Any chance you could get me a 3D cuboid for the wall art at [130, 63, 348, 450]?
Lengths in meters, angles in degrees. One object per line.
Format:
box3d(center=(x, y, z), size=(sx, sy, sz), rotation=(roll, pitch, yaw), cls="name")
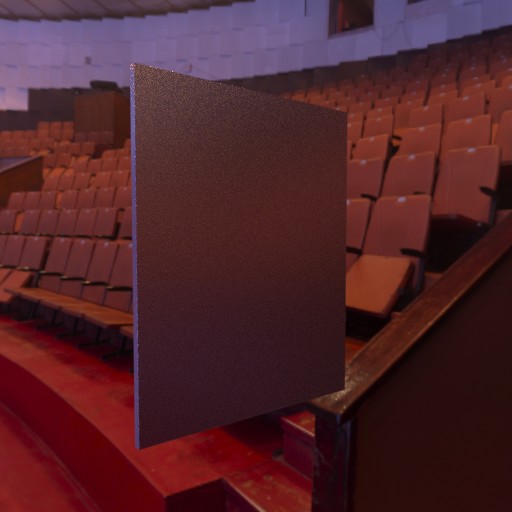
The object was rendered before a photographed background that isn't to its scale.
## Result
box3d(center=(0.000, 0.000, 1.446), size=(0.816, 1.046, 0.030), rotation=(-2, 3, -36), cls="wall art")
